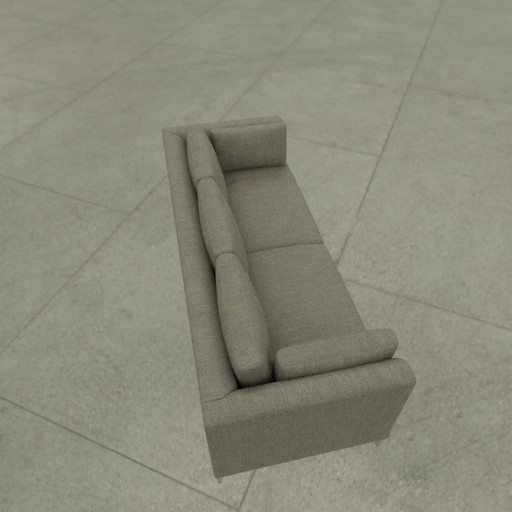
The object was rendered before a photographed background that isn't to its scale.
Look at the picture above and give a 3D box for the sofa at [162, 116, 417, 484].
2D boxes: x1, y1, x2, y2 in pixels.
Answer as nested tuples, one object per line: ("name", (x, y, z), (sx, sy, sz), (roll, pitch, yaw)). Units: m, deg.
("sofa", (0.000, 0.000, 2.924), (0.969, 0.867, 2.415), (-9, 47, -9))
